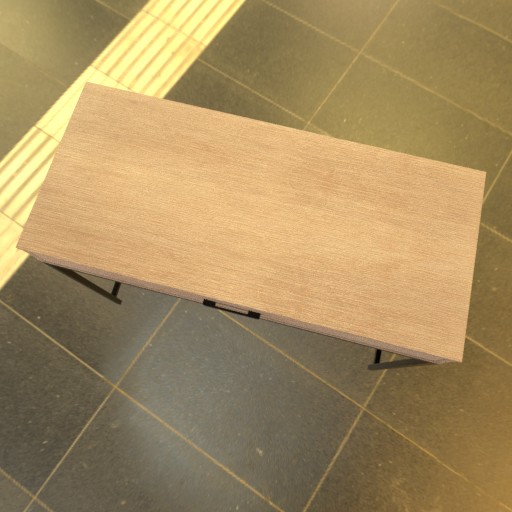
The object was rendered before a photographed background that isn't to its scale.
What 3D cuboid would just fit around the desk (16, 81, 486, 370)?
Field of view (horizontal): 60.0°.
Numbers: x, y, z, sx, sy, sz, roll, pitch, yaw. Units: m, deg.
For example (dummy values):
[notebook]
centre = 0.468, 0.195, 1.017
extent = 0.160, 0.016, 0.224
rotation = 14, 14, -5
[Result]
[desk]
centre = 0.000, 0.000, 1.399
extent = 1.016, 0.762, 0.470
rotation = 14, 75, 4
